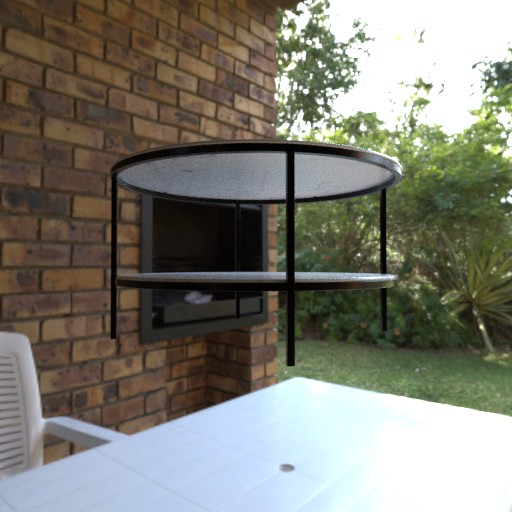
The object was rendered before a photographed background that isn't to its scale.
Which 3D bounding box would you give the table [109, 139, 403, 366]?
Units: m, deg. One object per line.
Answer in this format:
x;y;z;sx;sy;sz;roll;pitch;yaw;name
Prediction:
0.000;0.000;1.270;0.800;0.450;0.800;0;-1;0;table
